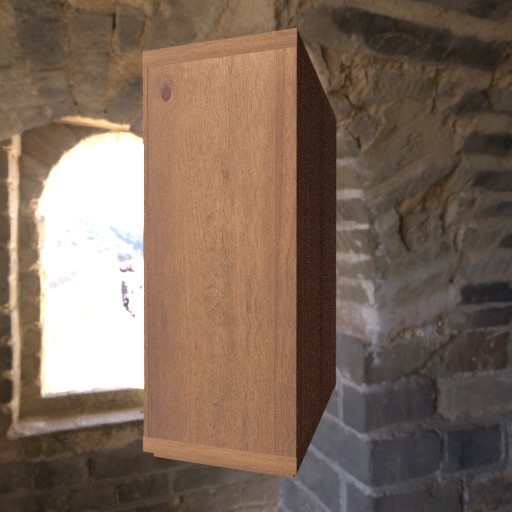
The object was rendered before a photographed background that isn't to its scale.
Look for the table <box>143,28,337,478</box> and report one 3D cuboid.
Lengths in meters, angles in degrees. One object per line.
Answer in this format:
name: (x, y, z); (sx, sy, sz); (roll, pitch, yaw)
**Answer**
table: (0.000, 0.000, 1.760); (0.524, 1.294, 0.901); (0, 1, 17)
